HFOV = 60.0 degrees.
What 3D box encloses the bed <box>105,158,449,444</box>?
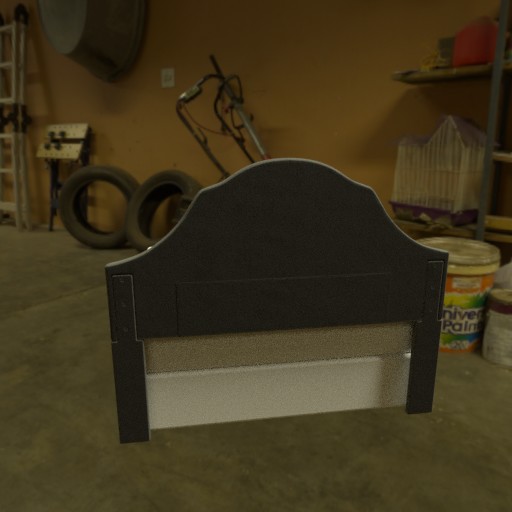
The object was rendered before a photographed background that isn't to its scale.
[{"bbox_3d":[0.000,0.000,3.575,2.008,1.615,2.214,-2,15,-9],"label":"bed"}]
